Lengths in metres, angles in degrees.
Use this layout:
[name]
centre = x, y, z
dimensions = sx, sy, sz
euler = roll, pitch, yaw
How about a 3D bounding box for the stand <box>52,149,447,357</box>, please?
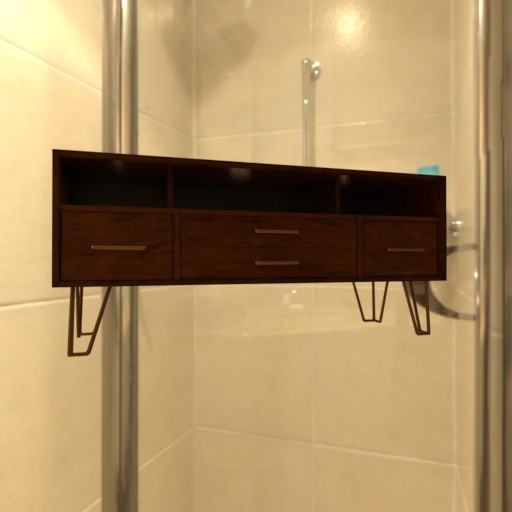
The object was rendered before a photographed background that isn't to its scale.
[stand]
centre = 0.000, 0.000, 1.697
dimensions = 1.372, 0.610, 0.481
euler = 0, 0, -17
